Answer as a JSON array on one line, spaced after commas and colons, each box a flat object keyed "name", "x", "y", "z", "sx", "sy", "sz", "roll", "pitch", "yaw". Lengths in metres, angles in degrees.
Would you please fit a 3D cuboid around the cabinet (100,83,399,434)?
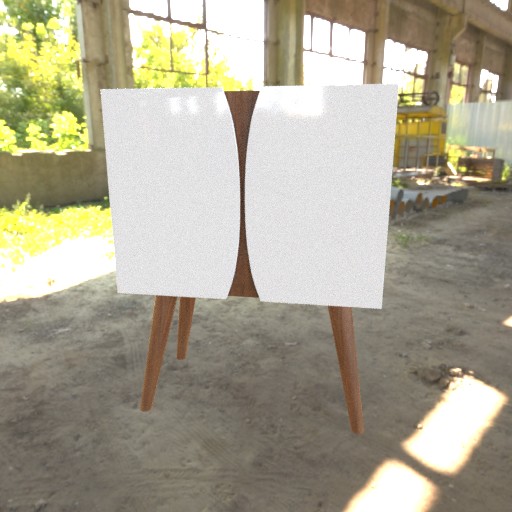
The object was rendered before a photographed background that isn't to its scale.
[{"name": "cabinet", "x": 0.000, "y": 0.000, "z": 1.121, "sx": 0.591, "sy": 0.772, "sz": 0.344, "roll": 2, "pitch": 15, "yaw": 9}]
